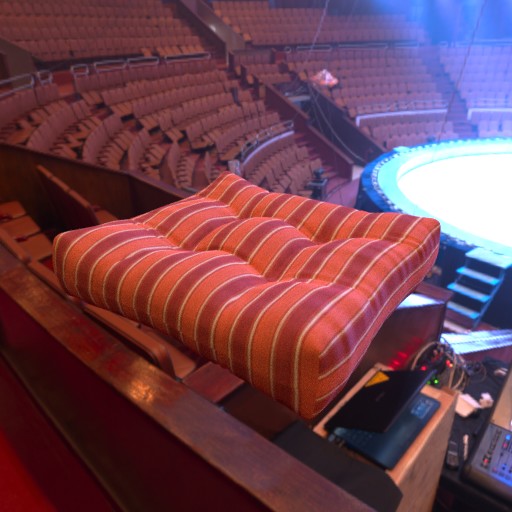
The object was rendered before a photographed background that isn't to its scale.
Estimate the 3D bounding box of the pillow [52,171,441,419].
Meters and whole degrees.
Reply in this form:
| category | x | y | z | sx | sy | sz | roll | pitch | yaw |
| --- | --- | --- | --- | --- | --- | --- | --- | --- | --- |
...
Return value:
| category | x | y | z | sx | sy | sz | roll | pitch | yaw |
| --- | --- | --- | --- | --- | --- | --- | --- | --- | --- |
| pillow | 0.000 | 0.000 | 0.743 | 0.490 | 0.133 | 0.468 | 17 | 31 | 31 |
